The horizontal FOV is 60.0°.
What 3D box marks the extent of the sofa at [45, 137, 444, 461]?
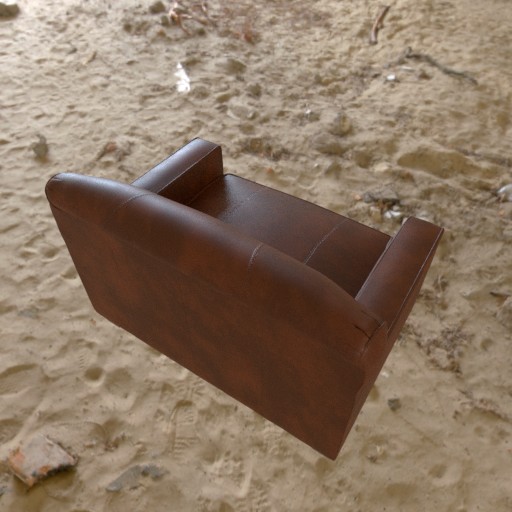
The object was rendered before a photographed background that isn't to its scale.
[{"bbox_3d":[0.000,0.000,2.032,1.413,0.956,1.000,25,51,22],"label":"sofa"}]
